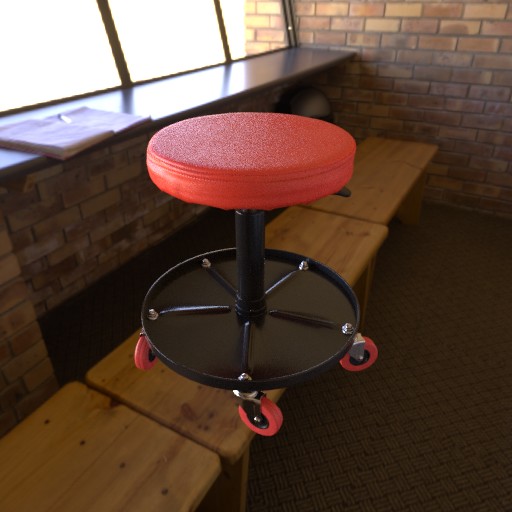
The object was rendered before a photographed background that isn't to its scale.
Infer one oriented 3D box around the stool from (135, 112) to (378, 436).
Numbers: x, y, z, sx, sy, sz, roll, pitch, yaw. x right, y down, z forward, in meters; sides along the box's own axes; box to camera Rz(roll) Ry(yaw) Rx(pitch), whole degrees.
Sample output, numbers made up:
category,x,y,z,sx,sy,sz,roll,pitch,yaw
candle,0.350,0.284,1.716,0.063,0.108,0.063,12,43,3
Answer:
category,x,y,z,sx,sy,sz,roll,pitch,yaw
stool,0.000,0.000,0.671,0.382,0.365,0.381,-1,31,-2
